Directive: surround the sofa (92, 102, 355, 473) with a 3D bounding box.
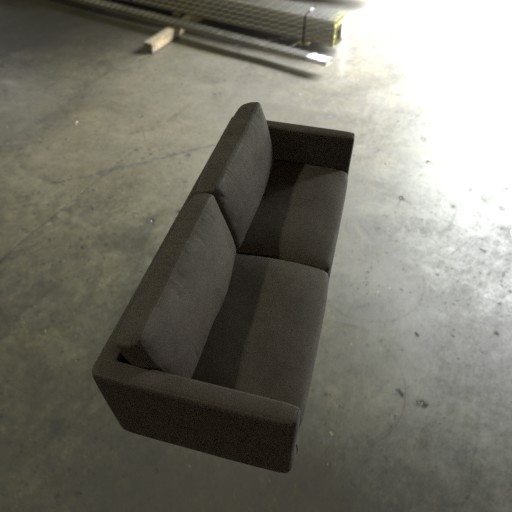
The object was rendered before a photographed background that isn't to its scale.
[{"bbox_3d":[0.000,0.000,2.745,0.951,0.965,2.208,11,49,10],"label":"sofa"}]
